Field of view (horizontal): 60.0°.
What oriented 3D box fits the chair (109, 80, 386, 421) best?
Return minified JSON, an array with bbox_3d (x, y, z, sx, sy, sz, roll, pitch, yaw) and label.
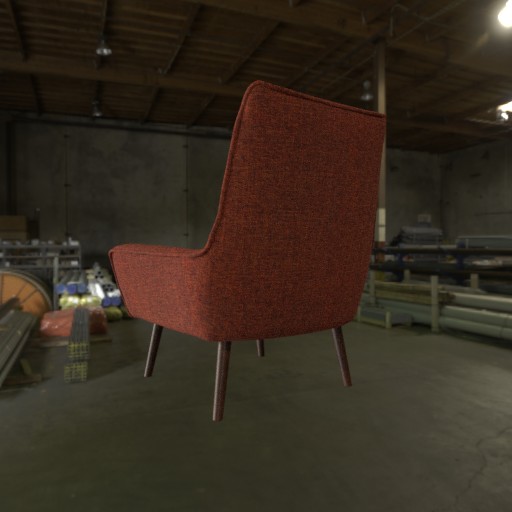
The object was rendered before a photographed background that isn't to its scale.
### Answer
[{"bbox_3d":[0.000,0.000,1.546,0.803,0.911,0.784,-1,1,-35],"label":"chair"}]
